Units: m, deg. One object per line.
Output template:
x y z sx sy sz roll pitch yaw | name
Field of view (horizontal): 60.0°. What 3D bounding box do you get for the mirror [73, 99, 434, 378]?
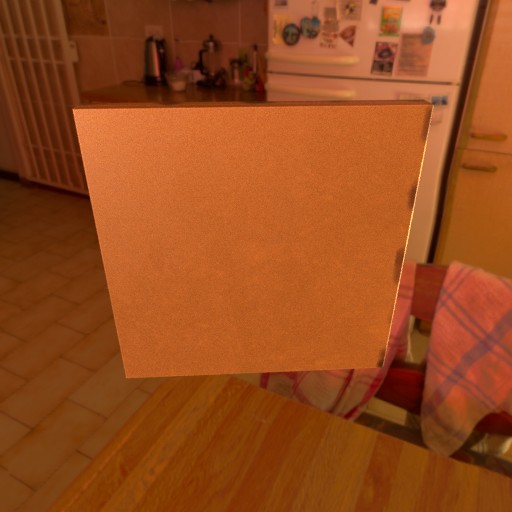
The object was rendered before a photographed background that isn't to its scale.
0.000 0.000 0.766 0.509 0.507 0.042 -2 30 -3 | mirror
